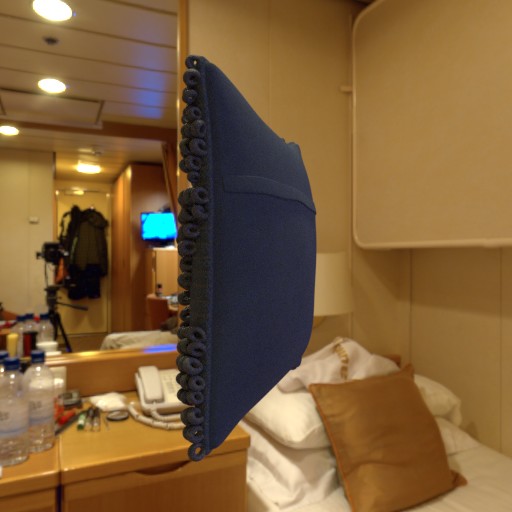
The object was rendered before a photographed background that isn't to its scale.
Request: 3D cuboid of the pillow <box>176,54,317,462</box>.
[{"bbox_3d":[0.000,0.000,0.712,0.172,0.466,0.469,0,0,19],"label":"pillow"}]
